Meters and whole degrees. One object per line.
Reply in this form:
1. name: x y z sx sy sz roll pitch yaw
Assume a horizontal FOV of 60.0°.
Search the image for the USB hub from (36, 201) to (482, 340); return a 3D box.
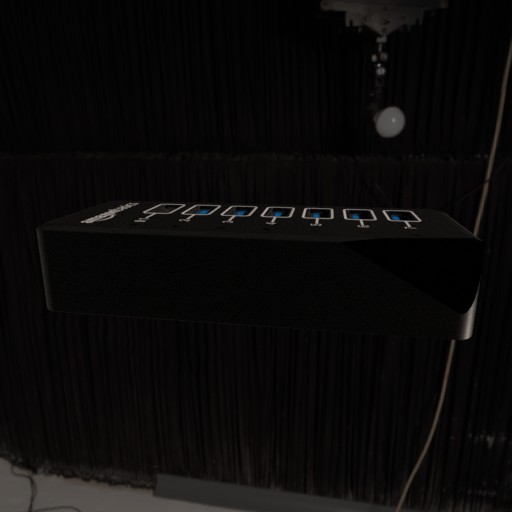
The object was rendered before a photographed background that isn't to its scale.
1. USB hub: 0.000 0.000 0.127 0.110 0.023 0.044 3 16 9
